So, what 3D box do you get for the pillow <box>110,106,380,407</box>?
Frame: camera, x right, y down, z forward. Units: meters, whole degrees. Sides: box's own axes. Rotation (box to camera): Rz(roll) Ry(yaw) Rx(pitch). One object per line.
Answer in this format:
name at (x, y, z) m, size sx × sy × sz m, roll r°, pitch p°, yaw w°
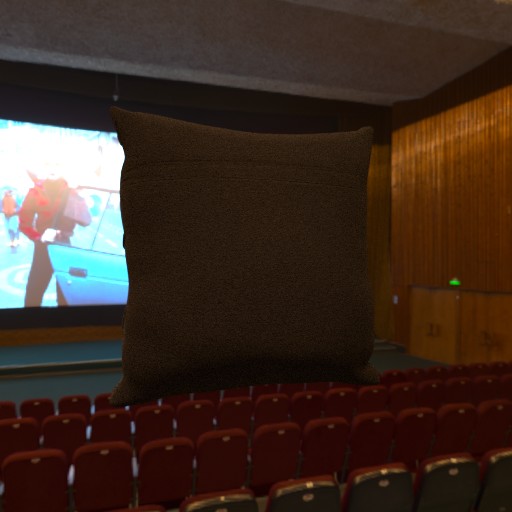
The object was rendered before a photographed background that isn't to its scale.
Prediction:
pillow at (0.000, 0.000, 0.698) m, size 0.439 × 0.440 × 0.183 m, roll 0°, pitch 1°, yaw -18°
